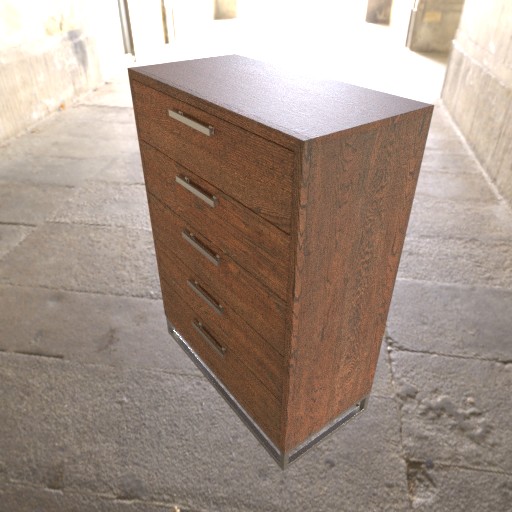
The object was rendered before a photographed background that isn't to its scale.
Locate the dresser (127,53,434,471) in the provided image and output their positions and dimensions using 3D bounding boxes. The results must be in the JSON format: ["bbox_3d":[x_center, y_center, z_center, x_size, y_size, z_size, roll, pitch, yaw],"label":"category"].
[{"bbox_3d":[0.000,0.000,1.781,0.508,1.321,0.965,-23,40,-30],"label":"dresser"}]
